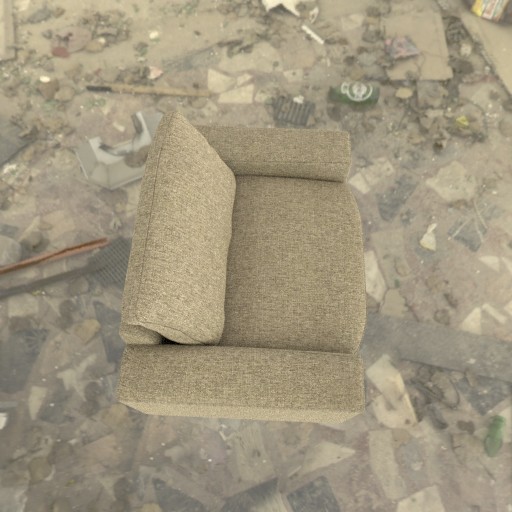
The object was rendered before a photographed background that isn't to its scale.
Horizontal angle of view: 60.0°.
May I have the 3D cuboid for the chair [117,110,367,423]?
[{"bbox_3d":[0.000,0.000,2.112,1.039,0.915,1.398,2,65,1],"label":"chair"}]
